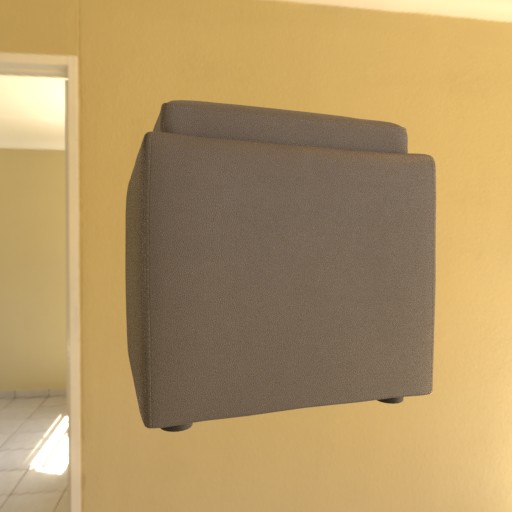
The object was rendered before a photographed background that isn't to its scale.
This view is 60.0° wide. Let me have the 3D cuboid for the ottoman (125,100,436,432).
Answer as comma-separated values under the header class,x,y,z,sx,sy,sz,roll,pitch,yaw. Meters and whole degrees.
class,x,y,z,sx,sy,sz,roll,pitch,yaw
ottoman,0.000,0.000,0.817,0.451,0.460,0.450,0,1,-19
